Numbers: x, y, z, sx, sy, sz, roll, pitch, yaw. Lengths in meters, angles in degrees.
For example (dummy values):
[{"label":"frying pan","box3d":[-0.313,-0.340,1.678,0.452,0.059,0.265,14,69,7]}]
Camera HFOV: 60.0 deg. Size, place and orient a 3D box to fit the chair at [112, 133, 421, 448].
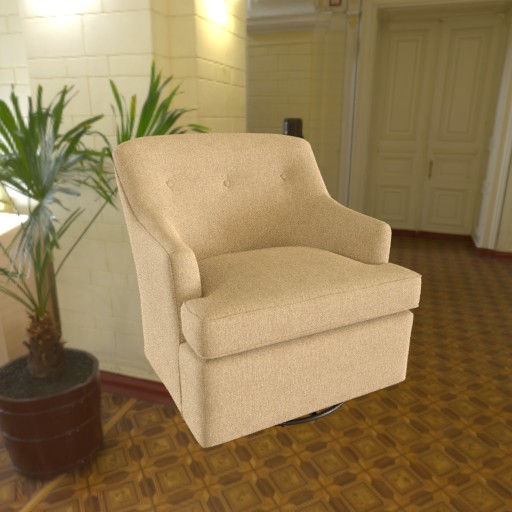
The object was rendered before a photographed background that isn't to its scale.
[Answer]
[{"label":"chair","box3d":[0.000,0.000,1.643,0.864,0.856,0.923,-9,19,-26]}]
